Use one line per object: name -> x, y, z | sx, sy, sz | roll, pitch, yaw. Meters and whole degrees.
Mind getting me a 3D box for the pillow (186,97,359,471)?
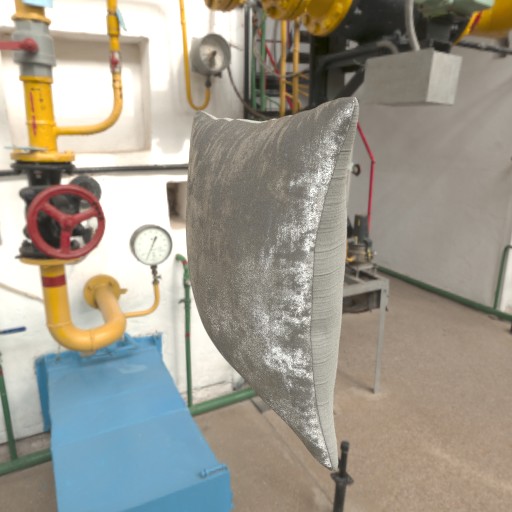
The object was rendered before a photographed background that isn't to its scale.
pillow -> 0.000, 0.000, 0.712 | 0.175, 0.464, 0.470 | -8, 18, -25
